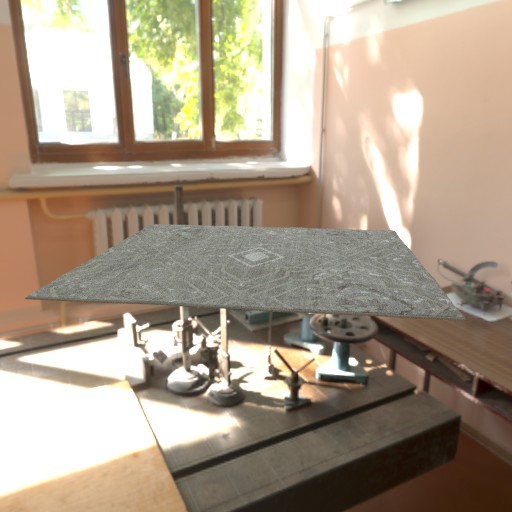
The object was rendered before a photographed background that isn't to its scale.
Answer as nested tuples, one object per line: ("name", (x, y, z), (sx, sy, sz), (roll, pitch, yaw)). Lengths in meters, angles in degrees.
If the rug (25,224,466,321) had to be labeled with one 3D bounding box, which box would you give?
("rug", (0.000, 0.000, 0.893), (0.639, 0.006, 0.548), (2, 16, 7))
